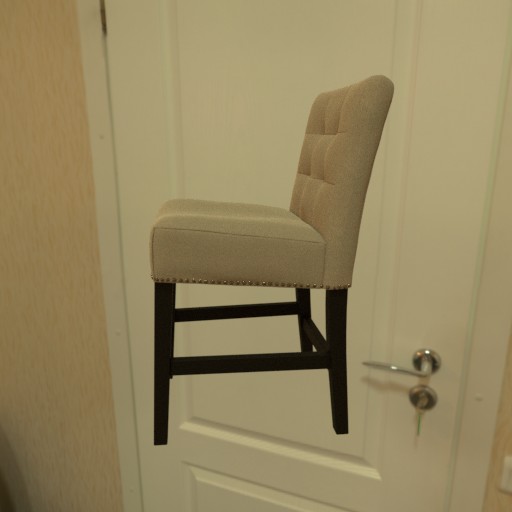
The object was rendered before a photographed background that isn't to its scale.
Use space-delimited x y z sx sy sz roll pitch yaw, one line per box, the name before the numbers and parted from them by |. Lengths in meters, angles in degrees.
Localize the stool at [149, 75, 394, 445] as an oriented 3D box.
stool | 0.000 0.000 1.209 0.571 0.885 0.427 -2 15 -8
